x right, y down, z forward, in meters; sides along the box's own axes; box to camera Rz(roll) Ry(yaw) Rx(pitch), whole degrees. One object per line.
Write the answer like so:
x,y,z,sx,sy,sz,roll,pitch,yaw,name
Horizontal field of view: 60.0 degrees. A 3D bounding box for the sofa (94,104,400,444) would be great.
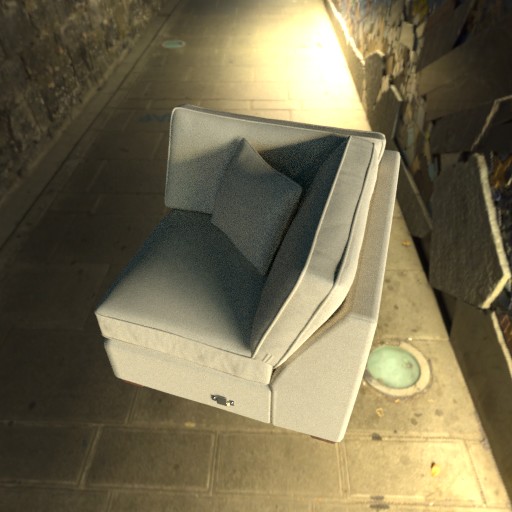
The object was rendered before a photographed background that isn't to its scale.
0.000,0.000,2.013,1.084,1.002,1.146,12,43,13,sofa
